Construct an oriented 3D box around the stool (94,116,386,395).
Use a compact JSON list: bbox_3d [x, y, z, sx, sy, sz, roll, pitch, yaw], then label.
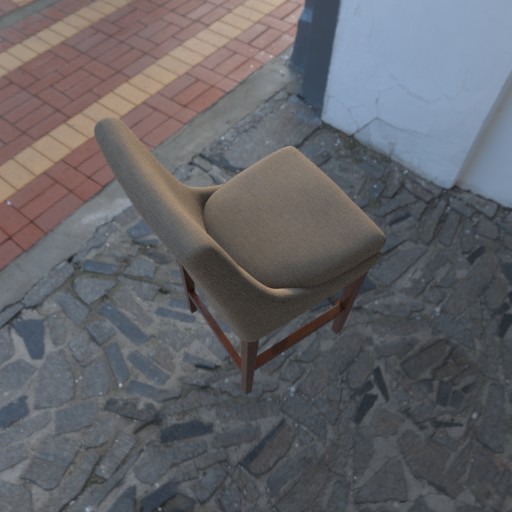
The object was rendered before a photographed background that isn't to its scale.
[{"bbox_3d":[0.000,0.000,1.307,0.577,0.981,0.470,-30,62,-18],"label":"stool"}]
